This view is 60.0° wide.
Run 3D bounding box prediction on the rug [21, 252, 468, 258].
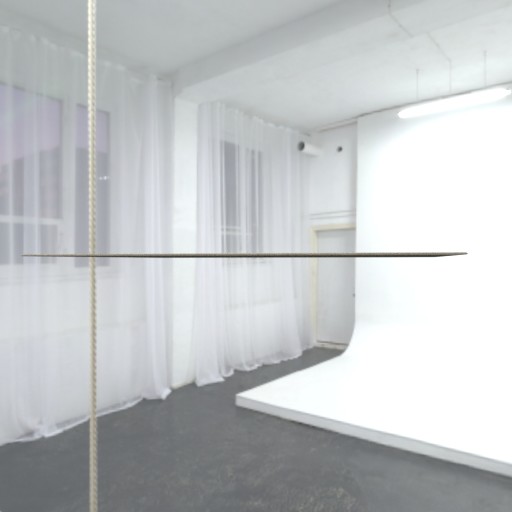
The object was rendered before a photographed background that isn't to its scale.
[{"bbox_3d":[0.000,0.000,2.861,2.286,0.011,1.524,0,-1,18],"label":"rug"}]
